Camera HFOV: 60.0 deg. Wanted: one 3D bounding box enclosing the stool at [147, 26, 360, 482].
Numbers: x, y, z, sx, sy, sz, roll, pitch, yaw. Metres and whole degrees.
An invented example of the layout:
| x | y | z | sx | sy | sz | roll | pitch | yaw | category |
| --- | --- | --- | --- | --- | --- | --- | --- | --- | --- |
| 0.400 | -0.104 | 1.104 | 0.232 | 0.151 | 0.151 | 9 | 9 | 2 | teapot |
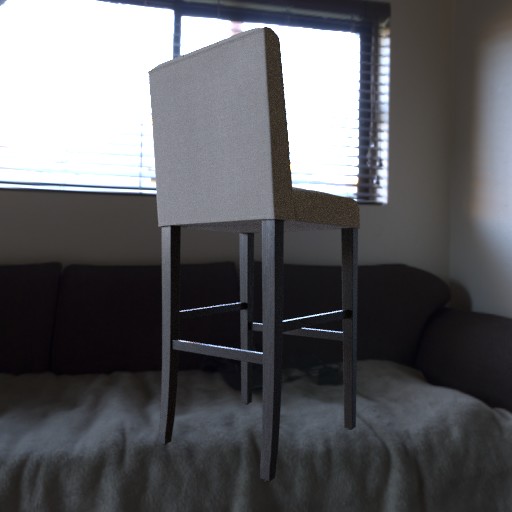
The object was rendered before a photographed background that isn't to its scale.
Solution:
| x | y | z | sx | sy | sz | roll | pitch | yaw | category |
| --- | --- | --- | --- | --- | --- | --- | --- | --- | --- |
| 0.000 | 0.000 | 1.377 | 0.474 | 1.116 | 0.509 | 0 | -1 | 36 | stool |
